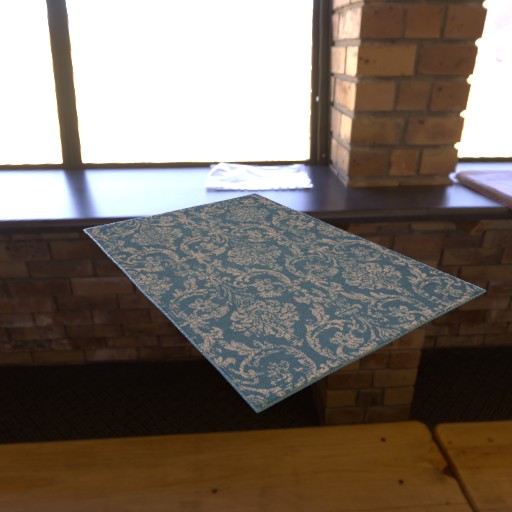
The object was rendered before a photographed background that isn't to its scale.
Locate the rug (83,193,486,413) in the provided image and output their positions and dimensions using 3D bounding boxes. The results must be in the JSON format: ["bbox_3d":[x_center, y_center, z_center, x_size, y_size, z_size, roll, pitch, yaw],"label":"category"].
[{"bbox_3d":[0.000,0.000,2.847,1.554,0.012,2.205,-17,30,-32],"label":"rug"}]
